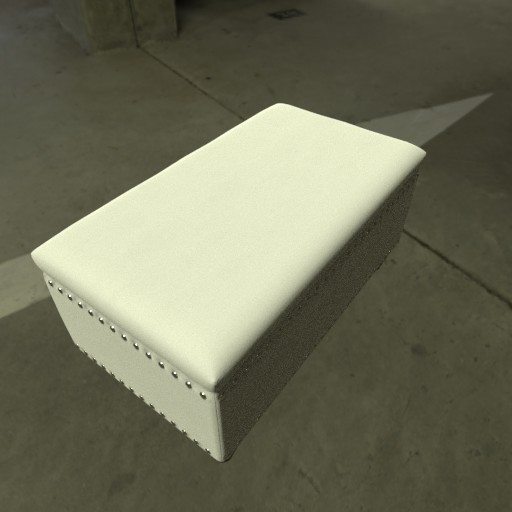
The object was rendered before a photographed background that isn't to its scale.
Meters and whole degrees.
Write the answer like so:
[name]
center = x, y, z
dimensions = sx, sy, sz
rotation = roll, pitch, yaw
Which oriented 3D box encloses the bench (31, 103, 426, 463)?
[bench]
center = 0.000, 0.000, 1.186
dimensions = 0.500, 0.449, 0.887
rotation = 27, 50, 26
